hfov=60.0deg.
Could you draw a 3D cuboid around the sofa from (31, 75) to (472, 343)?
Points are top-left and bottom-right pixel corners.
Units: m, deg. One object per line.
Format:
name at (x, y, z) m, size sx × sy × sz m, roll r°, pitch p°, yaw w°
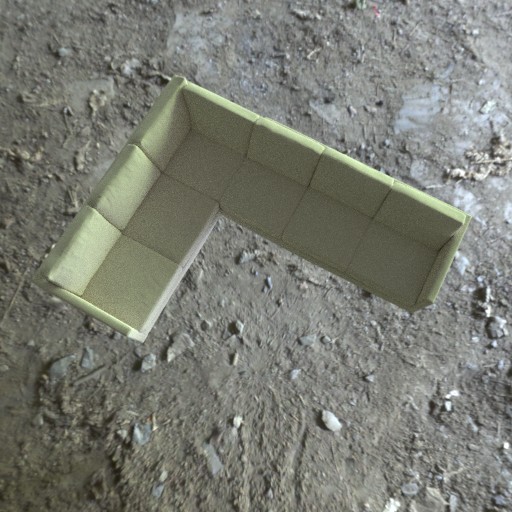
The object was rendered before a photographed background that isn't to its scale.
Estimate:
sofa at (0.000, 0.000, 4.178) m, size 3.182 × 0.863 × 2.432 m, roll 28°, pitch 77°, yaw 7°
